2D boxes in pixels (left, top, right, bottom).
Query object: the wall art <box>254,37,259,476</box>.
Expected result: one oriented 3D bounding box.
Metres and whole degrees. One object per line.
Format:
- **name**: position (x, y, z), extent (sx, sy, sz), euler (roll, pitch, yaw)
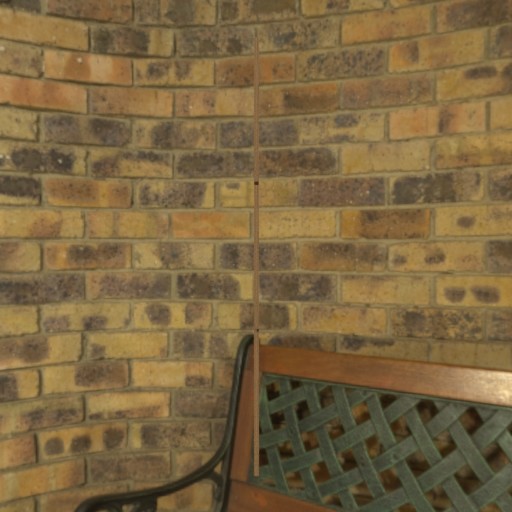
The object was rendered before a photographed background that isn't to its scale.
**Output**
- **wall art**: position (0.000, 0.000, 1.384), extent (0.010, 0.917, 0.919), euler (0, 0, 0)
